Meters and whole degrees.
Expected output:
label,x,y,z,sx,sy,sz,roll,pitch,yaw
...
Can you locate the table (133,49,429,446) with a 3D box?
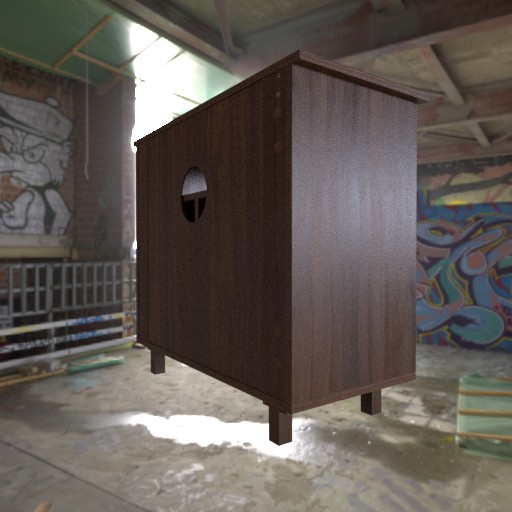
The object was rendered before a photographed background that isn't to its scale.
label,x,y,z,sx,sy,sz,roll,pitch,yaw
table,0.000,0.000,1.207,0.390,0.725,0.802,-1,1,-36
